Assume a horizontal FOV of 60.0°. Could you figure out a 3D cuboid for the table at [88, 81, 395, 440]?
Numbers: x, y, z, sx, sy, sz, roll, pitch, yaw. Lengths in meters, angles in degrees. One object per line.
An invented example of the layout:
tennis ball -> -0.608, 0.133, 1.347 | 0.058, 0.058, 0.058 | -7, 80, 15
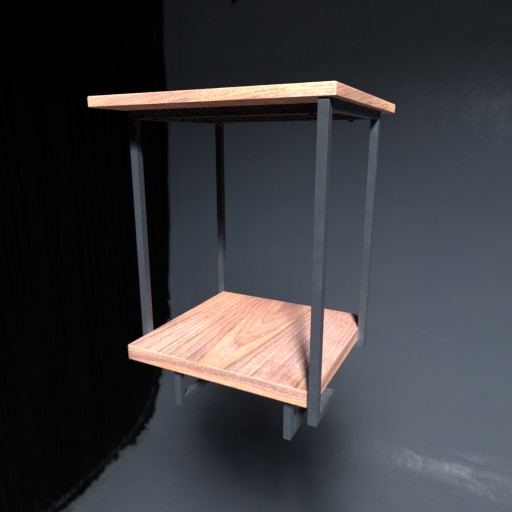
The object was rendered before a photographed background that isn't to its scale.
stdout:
table -> 0.000, 0.000, 0.855 | 0.411, 0.567, 0.384 | 7, 16, 26
